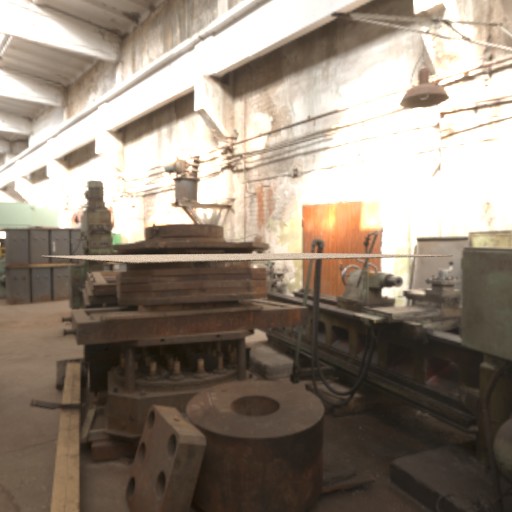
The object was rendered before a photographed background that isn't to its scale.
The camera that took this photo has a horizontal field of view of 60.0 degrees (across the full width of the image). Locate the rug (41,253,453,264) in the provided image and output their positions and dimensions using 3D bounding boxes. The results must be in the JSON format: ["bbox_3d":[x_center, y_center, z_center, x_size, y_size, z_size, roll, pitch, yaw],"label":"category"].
[{"bbox_3d":[0.000,0.000,3.078,2.442,0.010,1.546,-1,1,-38],"label":"rug"}]
